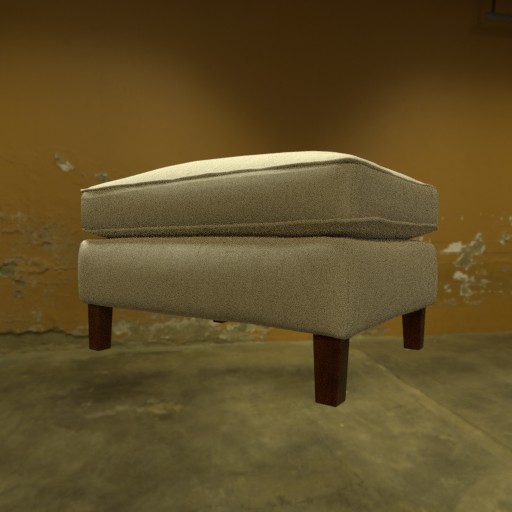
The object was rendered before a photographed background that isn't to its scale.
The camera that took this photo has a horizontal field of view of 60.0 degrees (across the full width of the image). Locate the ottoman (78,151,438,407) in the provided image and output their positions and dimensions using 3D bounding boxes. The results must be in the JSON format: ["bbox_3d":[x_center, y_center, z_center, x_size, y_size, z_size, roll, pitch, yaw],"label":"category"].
[{"bbox_3d":[0.000,0.000,0.968,0.665,0.406,0.501,1,2,36],"label":"ottoman"}]
